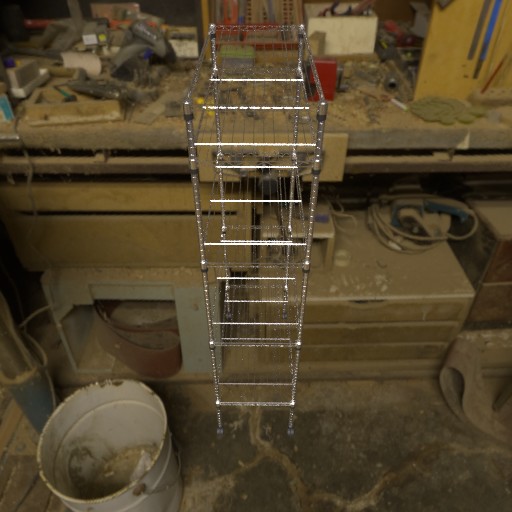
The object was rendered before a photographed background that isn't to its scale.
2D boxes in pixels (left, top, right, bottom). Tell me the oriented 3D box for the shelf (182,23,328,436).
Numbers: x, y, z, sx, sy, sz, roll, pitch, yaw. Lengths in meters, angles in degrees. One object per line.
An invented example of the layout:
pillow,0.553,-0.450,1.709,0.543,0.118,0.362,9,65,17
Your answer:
shelf,0.000,0.000,1.847,0.356,1.587,0.762,0,41,0
